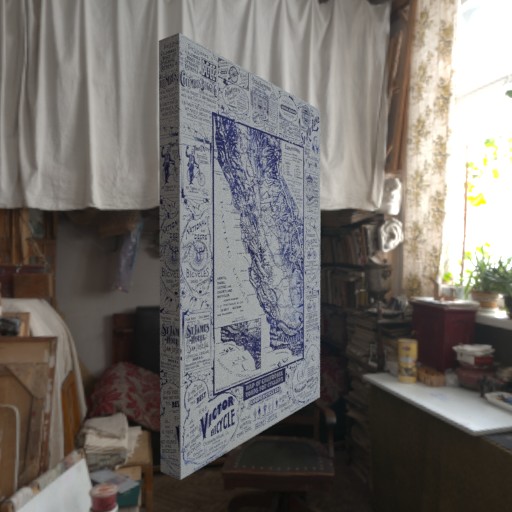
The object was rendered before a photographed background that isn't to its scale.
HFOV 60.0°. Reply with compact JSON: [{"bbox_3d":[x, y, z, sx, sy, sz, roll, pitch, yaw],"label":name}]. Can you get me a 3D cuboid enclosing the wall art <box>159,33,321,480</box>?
[{"bbox_3d":[0.000,0.000,0.483,0.025,0.376,0.255,1,1,35],"label":"wall art"}]
